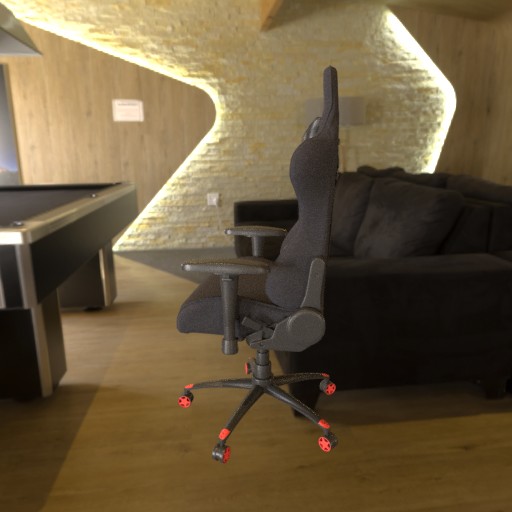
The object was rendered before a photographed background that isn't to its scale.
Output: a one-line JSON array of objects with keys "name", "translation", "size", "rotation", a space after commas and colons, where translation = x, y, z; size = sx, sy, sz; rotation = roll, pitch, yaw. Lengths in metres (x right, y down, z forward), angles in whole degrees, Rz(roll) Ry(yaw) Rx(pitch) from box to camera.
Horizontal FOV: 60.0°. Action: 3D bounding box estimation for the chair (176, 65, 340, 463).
[{"name": "chair", "translation": [0.000, 0.000, 1.688], "size": [0.658, 1.326, 0.695], "rotation": [2, 14, 8]}]
